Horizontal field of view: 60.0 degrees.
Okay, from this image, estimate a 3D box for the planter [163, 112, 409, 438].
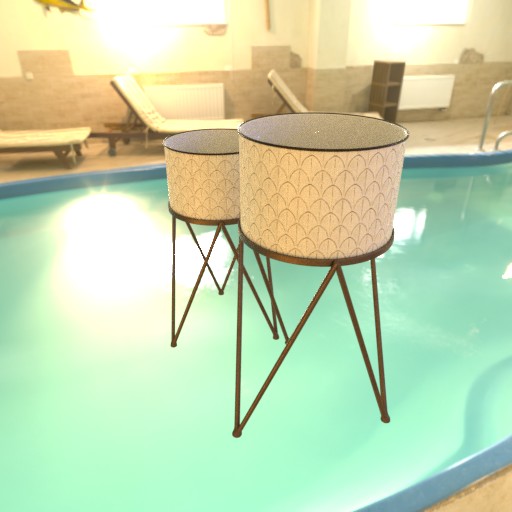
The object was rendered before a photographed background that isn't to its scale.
[{"bbox_3d":[0.000,0.000,1.156,0.413,0.712,0.769,-19,34,-32],"label":"planter"}]
